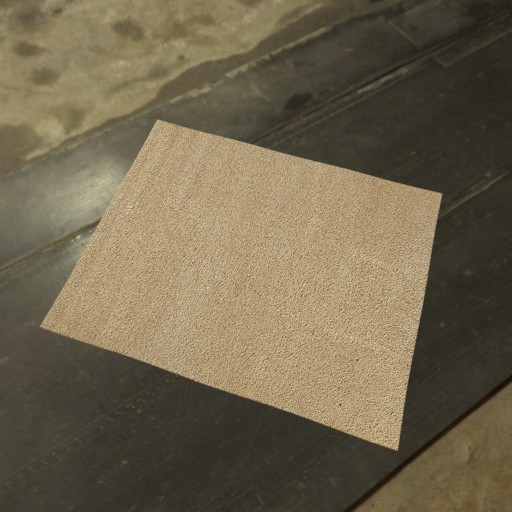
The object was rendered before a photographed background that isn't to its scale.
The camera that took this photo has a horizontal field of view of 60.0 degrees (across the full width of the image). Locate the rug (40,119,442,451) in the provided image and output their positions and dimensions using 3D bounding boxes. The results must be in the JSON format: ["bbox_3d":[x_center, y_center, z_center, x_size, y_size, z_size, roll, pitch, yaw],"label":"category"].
[{"bbox_3d":[0.000,0.000,3.994,3.000,0.025,2.400,17,65,8],"label":"rug"}]
